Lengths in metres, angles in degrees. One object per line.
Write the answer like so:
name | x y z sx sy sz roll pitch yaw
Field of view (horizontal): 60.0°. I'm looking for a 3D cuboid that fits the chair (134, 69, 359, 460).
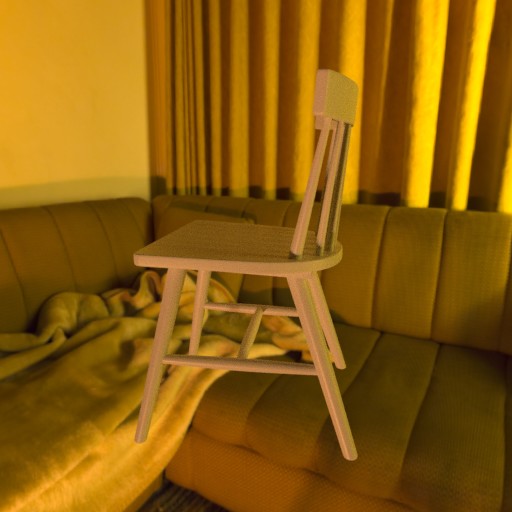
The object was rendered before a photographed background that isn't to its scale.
chair | 0.000 0.000 1.105 0.500 0.787 0.483 2 13 8
